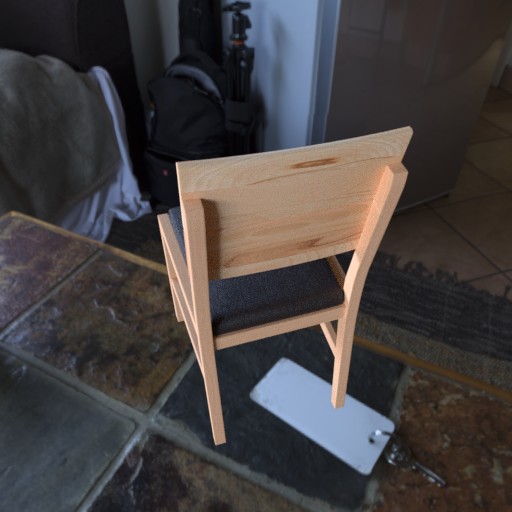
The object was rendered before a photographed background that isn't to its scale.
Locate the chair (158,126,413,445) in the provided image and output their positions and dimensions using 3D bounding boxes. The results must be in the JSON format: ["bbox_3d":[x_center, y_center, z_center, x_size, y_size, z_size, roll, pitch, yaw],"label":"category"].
[{"bbox_3d":[0.000,0.000,1.246,0.475,0.950,0.560,-12,44,-13],"label":"chair"}]
